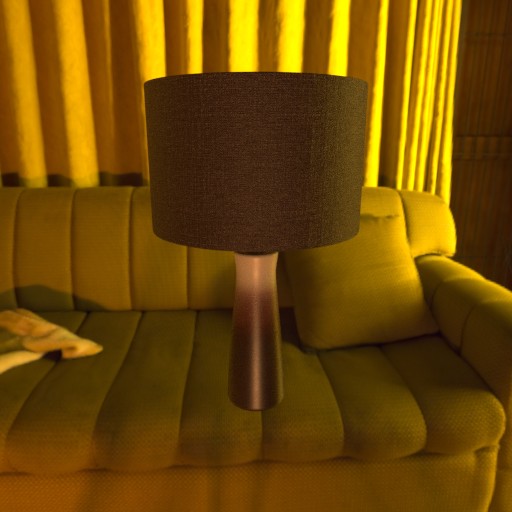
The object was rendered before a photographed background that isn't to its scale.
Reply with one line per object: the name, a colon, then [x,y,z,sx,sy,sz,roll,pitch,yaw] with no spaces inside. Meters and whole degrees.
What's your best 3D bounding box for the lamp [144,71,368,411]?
lamp: [0.000,0.000,0.679,0.303,0.488,0.303,0,15,0]
